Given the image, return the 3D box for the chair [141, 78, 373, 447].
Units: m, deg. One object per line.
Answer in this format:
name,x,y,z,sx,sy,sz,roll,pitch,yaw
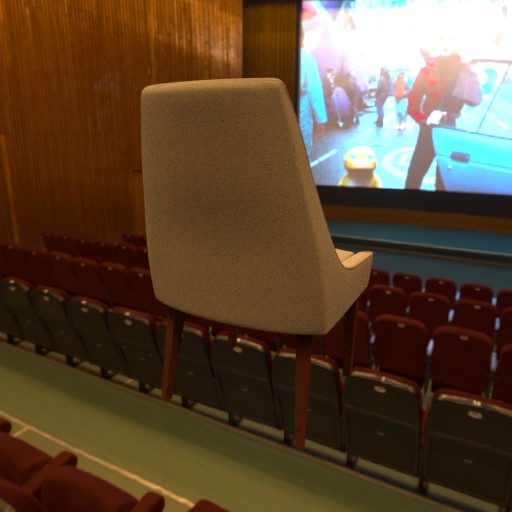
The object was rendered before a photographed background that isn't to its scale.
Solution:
chair,0.000,0.000,1.230,0.529,0.861,0.544,8,17,27
